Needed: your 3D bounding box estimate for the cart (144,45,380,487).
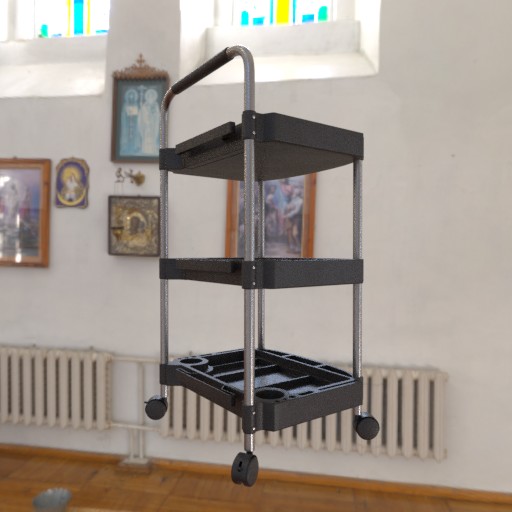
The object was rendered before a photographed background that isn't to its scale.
[{"bbox_3d":[0.000,0.000,1.384,0.518,1.075,0.584,0,1,-36],"label":"cart"}]
